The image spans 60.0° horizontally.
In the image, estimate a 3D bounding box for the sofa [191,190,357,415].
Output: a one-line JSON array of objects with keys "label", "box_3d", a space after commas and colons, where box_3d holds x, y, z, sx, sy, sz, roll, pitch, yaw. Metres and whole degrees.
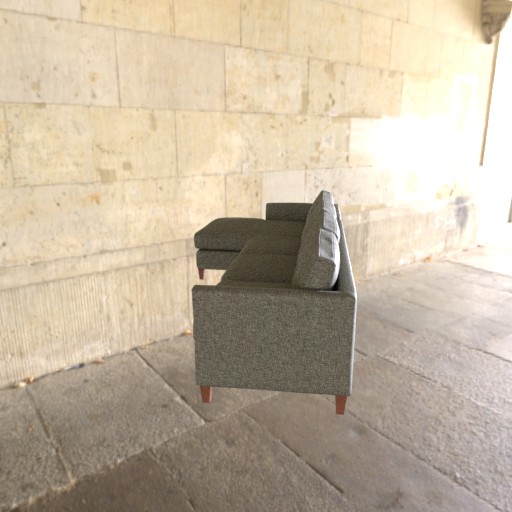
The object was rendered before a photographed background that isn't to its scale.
[{"label": "sofa", "box_3d": [0.000, 0.000, 4.188, 1.635, 0.960, 3.485, 2, 15, 8]}]
